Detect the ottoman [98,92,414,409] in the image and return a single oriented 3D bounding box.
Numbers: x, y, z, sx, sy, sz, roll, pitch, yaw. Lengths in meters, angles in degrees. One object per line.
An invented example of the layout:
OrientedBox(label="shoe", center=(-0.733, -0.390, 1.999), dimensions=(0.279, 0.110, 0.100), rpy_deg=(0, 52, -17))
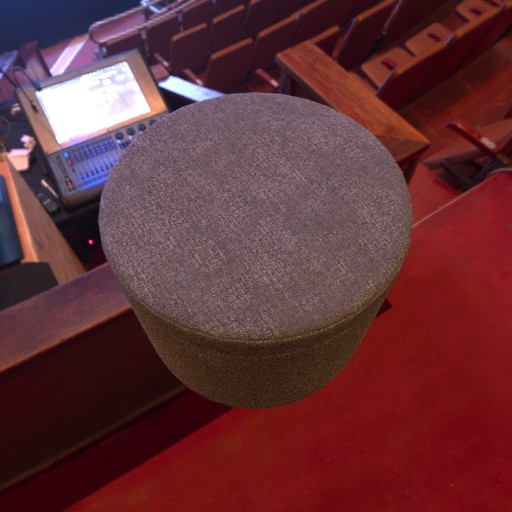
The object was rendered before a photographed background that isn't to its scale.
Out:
OrientedBox(label="ottoman", center=(0.000, 0.000, 0.867), dimensions=(0.500, 0.419, 0.500), rpy_deg=(0, 58, 0))
